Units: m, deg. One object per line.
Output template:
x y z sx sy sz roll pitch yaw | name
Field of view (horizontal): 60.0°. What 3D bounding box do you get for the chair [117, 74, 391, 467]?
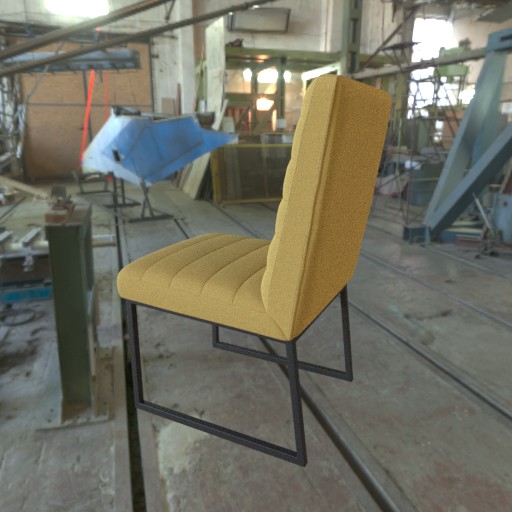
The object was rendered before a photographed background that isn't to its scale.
0.000 0.000 1.303 0.634 0.930 0.520 8 18 26 | chair
